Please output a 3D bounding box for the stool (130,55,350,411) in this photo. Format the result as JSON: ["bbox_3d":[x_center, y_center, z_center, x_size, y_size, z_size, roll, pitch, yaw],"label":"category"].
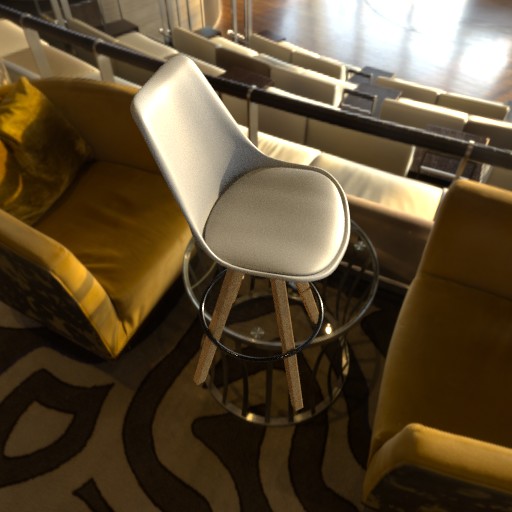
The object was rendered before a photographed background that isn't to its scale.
[{"bbox_3d":[0.000,0.000,1.421,0.550,1.115,0.485,11,49,10],"label":"stool"}]
